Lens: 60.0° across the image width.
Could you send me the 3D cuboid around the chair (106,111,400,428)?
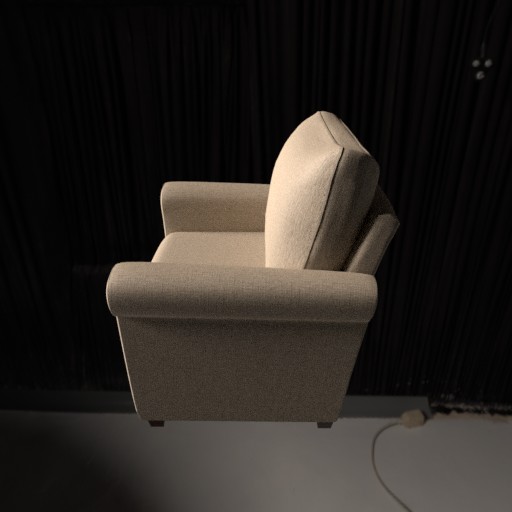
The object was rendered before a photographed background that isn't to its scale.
[{"bbox_3d":[0.000,0.000,2.340,1.180,1.349,1.275,0,28,1],"label":"chair"}]
